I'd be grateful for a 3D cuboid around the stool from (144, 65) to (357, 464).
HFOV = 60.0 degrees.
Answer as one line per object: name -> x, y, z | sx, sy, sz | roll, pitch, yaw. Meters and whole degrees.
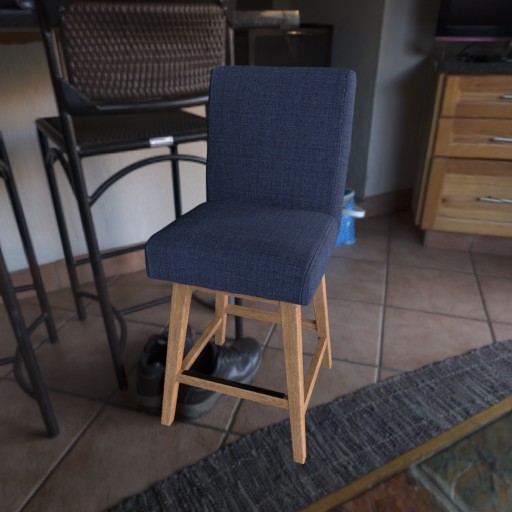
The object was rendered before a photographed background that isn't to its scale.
stool -> 0.000, 0.000, 1.314 | 0.459, 1.010, 0.526 | 9, 28, 17
